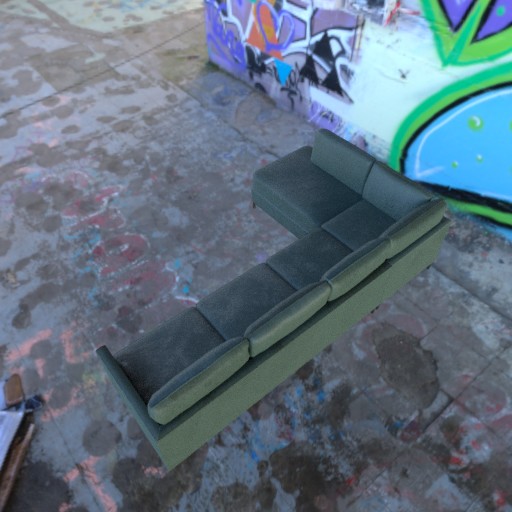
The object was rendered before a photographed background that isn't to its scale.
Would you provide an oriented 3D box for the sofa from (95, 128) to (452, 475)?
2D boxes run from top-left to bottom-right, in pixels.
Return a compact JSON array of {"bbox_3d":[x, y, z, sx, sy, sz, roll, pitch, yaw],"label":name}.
[{"bbox_3d":[0.000,0.000,4.328,3.384,0.996,2.048,-31,55,-25],"label":"sofa"}]
